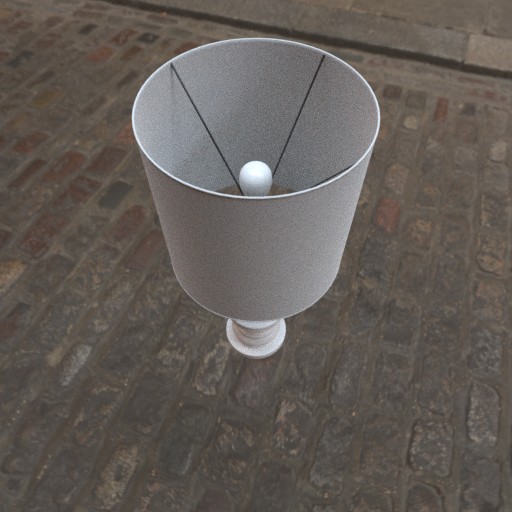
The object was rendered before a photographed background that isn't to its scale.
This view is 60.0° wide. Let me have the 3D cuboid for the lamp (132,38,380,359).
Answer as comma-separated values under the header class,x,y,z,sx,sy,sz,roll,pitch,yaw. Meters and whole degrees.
class,x,y,z,sx,sy,sz,roll,pitch,yaw
lamp,0.000,0.000,0.565,0.208,0.455,0.208,17,58,11
